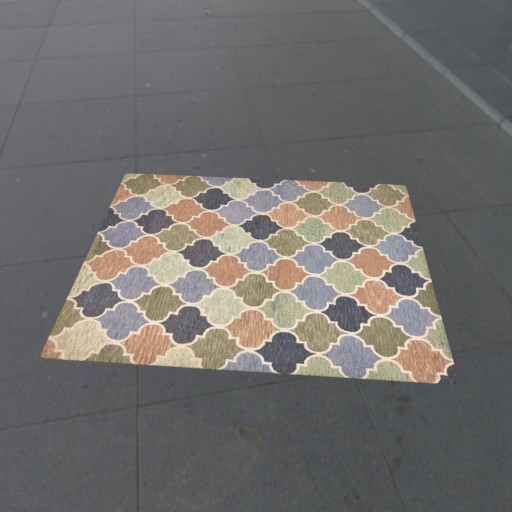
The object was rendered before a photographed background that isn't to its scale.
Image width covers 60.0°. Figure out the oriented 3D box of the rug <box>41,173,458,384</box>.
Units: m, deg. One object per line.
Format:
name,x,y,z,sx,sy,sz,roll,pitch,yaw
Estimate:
rug,0.000,0.000,4.216,3.200,0.013,2.439,3,46,3
